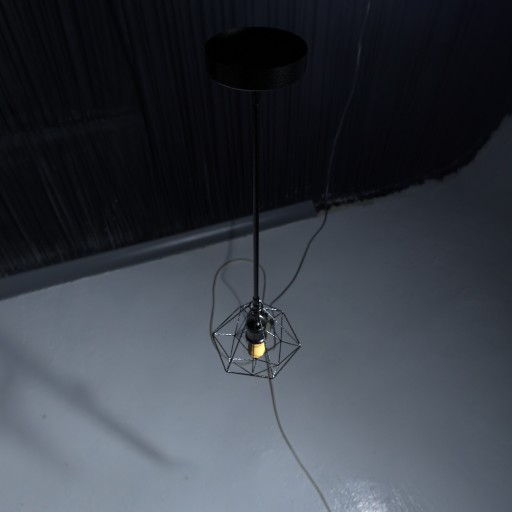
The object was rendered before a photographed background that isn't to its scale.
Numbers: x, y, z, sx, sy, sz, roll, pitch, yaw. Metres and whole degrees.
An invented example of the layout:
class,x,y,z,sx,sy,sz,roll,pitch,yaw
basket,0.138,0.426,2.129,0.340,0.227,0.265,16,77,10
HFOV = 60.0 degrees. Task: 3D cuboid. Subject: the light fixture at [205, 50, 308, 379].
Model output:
class,x,y,z,sx,sy,sz,roll,pitch,yaw
light fixture,0.000,0.000,1.913,0.431,1.764,0.487,-16,49,-14
